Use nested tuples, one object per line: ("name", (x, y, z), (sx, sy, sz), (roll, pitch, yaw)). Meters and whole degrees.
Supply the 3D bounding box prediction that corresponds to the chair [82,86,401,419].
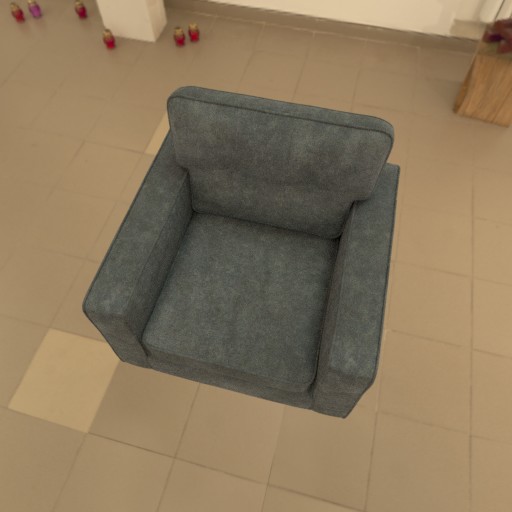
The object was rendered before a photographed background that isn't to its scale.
("chair", (0.000, 0.000, 1.785), (1.015, 0.965, 0.939), (12, 59, 7))
